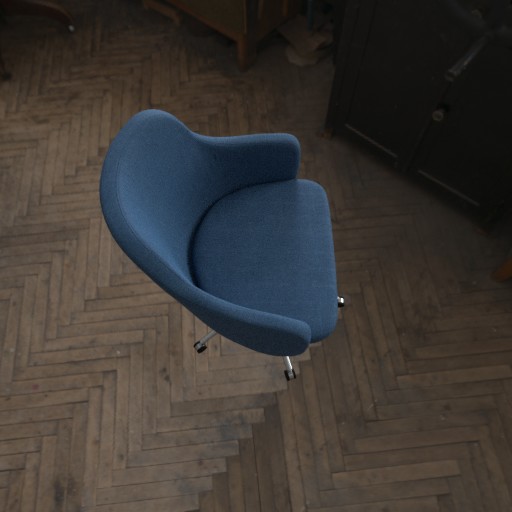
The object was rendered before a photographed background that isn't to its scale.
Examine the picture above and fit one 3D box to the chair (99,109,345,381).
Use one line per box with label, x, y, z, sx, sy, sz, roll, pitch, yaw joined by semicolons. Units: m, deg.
chair;0.000;0.000;1.295;0.655;0.820;0.599;0;64;0
